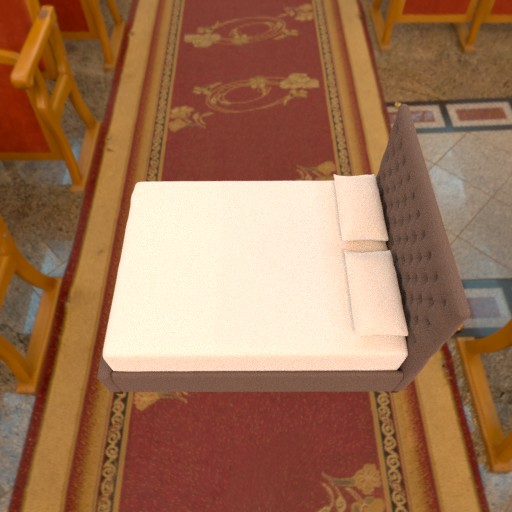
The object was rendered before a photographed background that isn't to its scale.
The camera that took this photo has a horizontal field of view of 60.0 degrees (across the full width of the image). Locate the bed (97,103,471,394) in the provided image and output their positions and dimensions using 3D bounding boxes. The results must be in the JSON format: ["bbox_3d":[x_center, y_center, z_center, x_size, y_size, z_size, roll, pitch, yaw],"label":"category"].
[{"bbox_3d":[0.000,0.000,3.305,2.233,1.426,1.696,0,57,0],"label":"bed"}]
